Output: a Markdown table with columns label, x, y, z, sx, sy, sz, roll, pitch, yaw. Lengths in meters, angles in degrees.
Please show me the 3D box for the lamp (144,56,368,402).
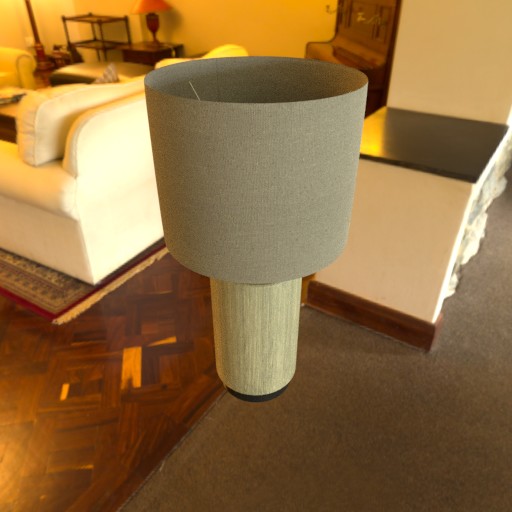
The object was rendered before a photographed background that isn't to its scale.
| label | x | y | z | sx | sy | sz | roll | pitch | yaw |
| --- | --- | --- | --- | --- | --- | --- | --- | --- | --- |
| lamp | 0.000 | 0.000 | 0.577 | 0.228 | 0.444 | 0.228 | -9 | 34 | -14 |
